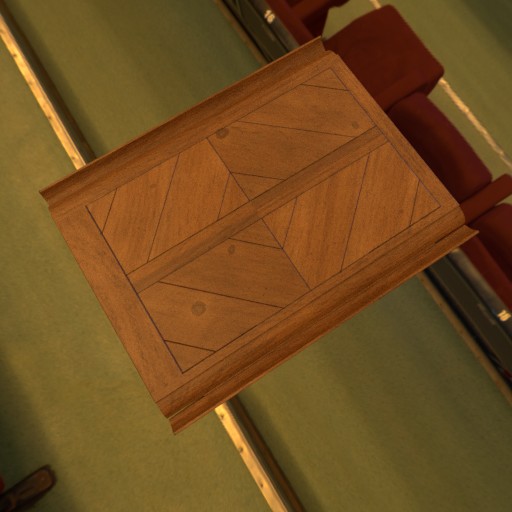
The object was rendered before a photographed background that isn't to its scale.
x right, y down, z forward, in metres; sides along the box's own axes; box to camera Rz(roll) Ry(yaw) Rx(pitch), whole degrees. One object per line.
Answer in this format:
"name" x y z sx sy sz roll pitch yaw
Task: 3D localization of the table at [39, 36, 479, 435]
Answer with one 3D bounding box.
"table" 0.000 0.000 1.313 0.746 0.763 0.591 -32 77 -8
